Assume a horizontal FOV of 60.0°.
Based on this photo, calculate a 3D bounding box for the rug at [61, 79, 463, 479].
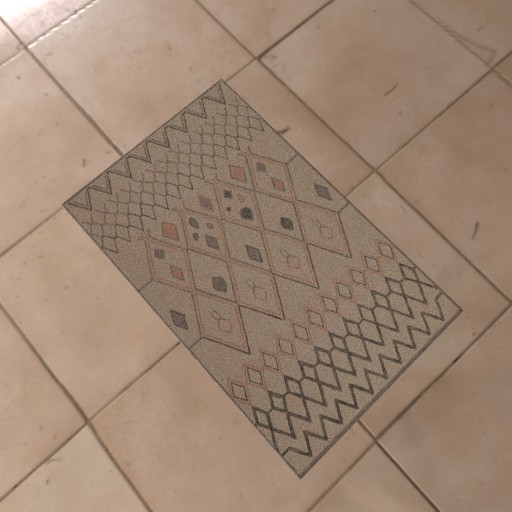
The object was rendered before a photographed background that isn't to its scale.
[{"bbox_3d":[0.000,0.000,3.059,1.524,0.015,2.438,-42,79,-10],"label":"rug"}]
